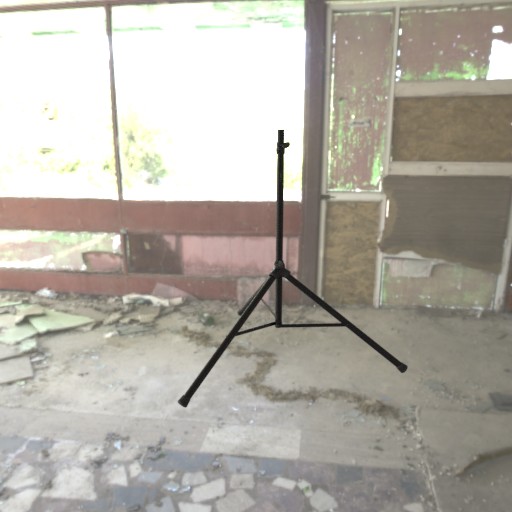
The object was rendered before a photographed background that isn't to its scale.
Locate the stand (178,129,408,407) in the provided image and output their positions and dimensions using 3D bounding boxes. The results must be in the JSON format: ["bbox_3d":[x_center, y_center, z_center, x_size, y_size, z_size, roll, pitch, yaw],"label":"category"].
[{"bbox_3d":[0.000,0.000,2.878,1.596,1.595,1.339,13,19,42],"label":"stand"}]
